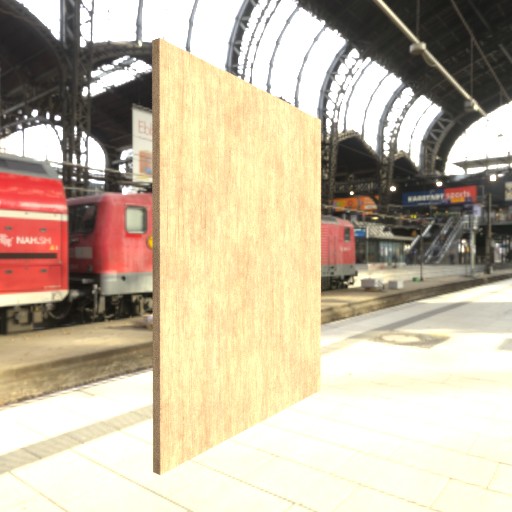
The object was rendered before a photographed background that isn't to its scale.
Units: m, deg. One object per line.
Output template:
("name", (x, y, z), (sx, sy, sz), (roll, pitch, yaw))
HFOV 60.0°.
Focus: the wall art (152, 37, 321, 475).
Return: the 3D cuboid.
("wall art", (0.000, 0.000, 0.914), (0.018, 0.686, 0.534), (0, 1, 36))
